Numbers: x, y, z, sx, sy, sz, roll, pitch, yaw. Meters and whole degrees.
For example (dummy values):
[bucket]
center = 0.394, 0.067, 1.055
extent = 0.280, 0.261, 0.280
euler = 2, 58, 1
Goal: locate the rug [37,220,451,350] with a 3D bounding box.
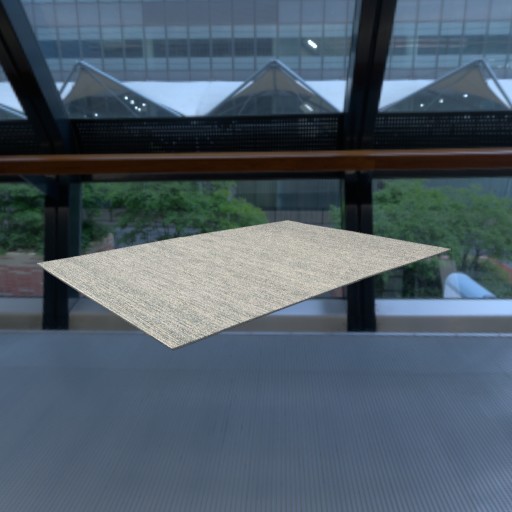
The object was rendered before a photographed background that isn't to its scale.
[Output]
[rug]
center = 0.000, 0.000, 3.011
extent = 2.338, 0.030, 1.616
euler = -13, 20, -41
